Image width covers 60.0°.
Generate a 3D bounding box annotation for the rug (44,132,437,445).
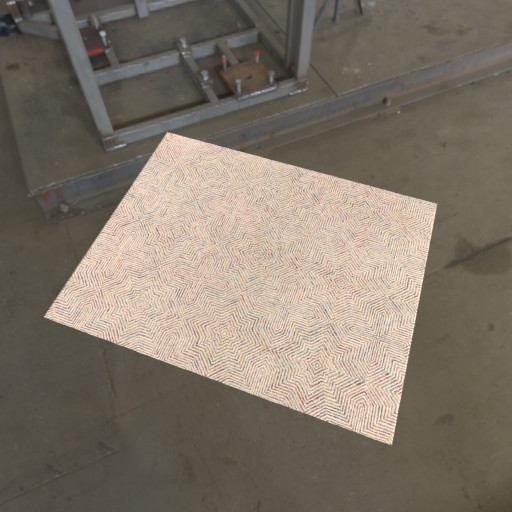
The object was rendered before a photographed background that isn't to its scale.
[{"bbox_3d":[0.000,0.000,4.191,3.046,0.008,2.442,17,60,10],"label":"rug"}]
